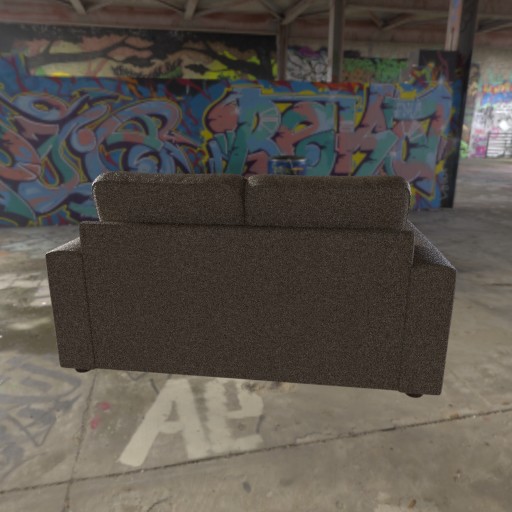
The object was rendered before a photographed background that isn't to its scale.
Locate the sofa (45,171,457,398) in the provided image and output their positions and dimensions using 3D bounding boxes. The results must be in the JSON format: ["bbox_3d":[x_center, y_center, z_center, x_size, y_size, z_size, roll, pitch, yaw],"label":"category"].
[{"bbox_3d":[0.000,0.000,2.214,1.616,0.873,1.016,2,16,7],"label":"sofa"}]
